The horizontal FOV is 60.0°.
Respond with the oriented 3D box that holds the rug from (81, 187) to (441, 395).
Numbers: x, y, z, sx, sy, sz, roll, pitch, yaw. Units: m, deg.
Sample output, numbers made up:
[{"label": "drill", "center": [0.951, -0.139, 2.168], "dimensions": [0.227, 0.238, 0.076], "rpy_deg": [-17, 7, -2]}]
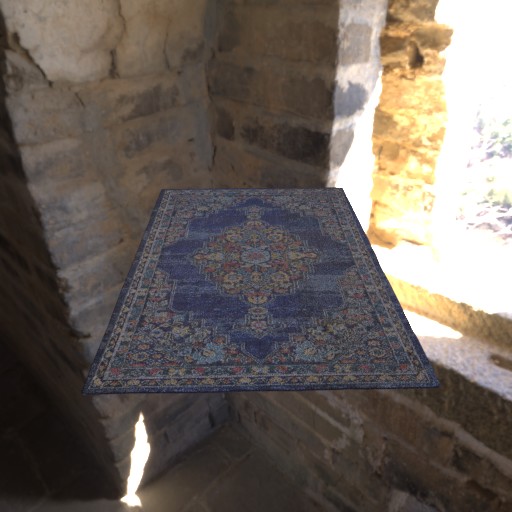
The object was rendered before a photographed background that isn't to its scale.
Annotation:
[{"label": "rug", "center": [0.000, 0.000, 3.753], "dimensions": [2.053, 0.011, 2.940], "rpy_deg": [-1, 31, -1]}]
